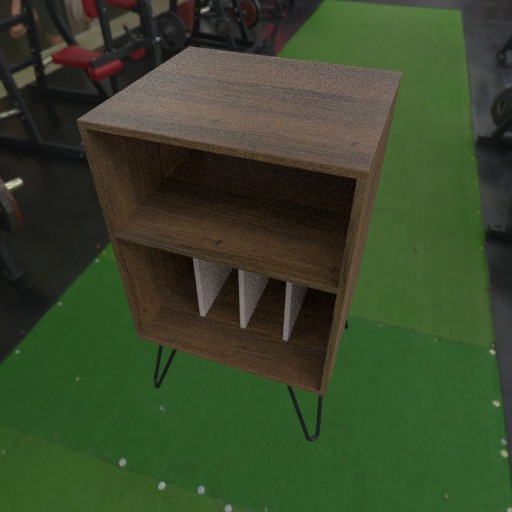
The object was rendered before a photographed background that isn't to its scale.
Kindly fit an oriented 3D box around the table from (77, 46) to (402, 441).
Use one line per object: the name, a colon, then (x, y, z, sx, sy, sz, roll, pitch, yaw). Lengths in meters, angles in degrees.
table: (0.000, 0.000, 1.170, 0.526, 0.866, 0.457, 14, 43, 15)
